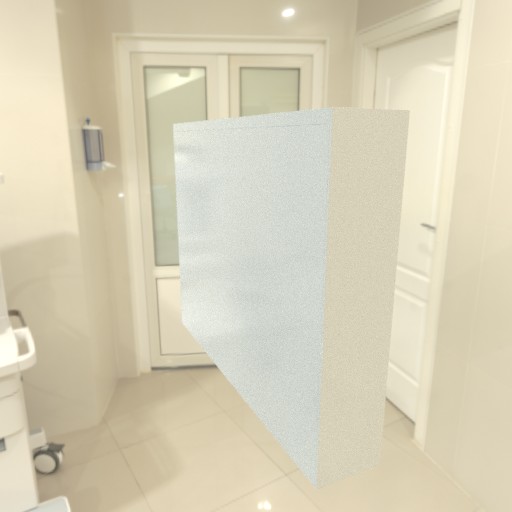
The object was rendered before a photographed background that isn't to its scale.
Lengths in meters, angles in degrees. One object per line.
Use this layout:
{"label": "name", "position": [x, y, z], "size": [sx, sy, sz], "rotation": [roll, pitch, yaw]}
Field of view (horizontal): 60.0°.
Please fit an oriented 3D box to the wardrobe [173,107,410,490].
{"label": "wardrobe", "position": [0.000, 0.000, 3.999], "size": [0.580, 2.360, 3.000], "rotation": [-7, 16, -25]}
